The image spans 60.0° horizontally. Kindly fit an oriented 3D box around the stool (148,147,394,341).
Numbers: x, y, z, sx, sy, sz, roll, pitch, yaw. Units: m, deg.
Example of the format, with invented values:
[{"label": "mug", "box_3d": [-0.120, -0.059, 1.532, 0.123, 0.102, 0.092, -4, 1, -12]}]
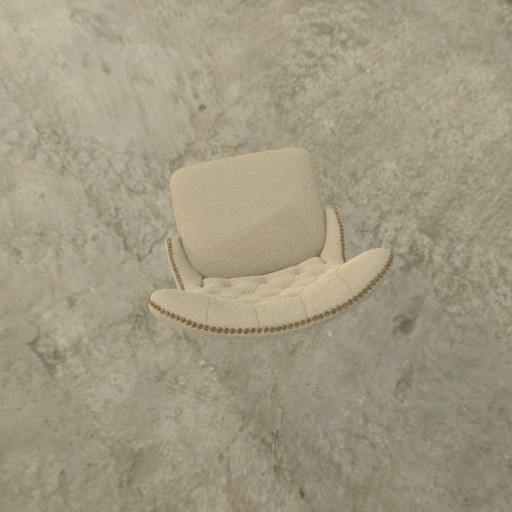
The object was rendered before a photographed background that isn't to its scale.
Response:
[{"label": "stool", "box_3d": [0.000, 0.000, 1.439, 0.528, 1.066, 0.605, -11, 76, -3]}]
